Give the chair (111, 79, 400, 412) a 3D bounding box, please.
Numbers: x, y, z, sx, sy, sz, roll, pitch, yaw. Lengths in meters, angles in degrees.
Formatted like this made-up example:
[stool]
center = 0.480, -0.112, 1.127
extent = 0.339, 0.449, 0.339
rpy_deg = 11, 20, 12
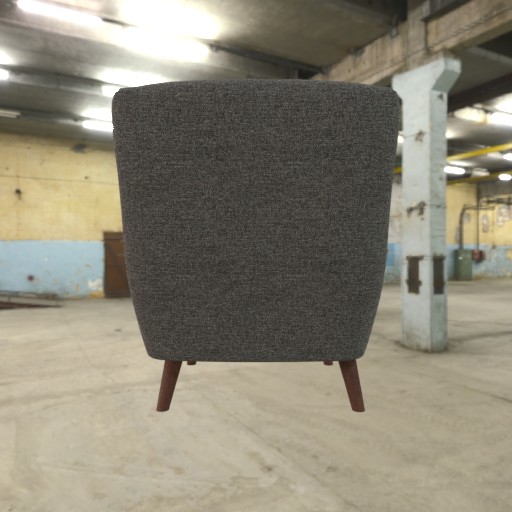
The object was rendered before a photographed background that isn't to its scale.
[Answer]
[chair]
center = 0.000, 0.000, 1.741
extent = 0.889, 1.039, 0.940
rpy_deg = 0, 0, 0
